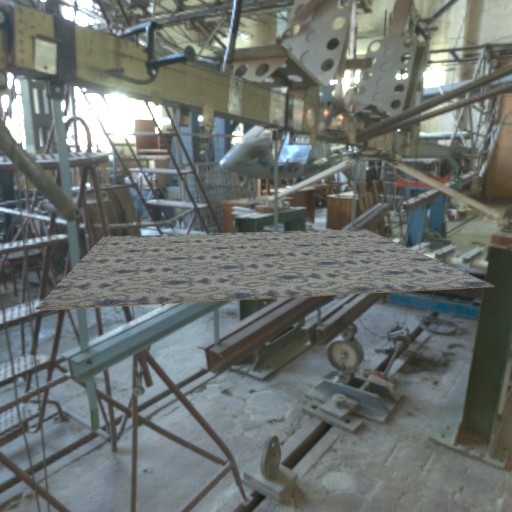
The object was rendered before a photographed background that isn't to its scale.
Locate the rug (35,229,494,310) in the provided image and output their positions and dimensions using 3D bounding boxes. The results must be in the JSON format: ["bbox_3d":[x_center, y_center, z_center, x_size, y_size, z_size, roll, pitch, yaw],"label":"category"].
[{"bbox_3d":[0.000,0.000,4.192,3.205,0.015,2.437,-2,14,-9],"label":"rug"}]
